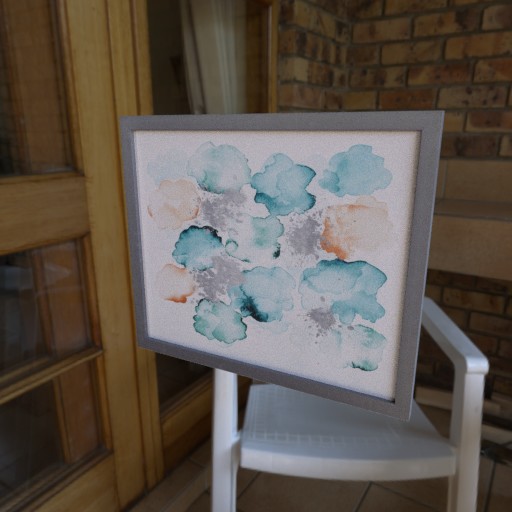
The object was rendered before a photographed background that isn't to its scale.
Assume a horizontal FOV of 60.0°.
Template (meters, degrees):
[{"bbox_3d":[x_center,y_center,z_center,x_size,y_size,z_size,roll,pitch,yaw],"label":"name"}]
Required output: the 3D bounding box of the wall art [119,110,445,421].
[{"bbox_3d":[0.000,0.000,0.914,0.660,0.558,0.026,8,18,26],"label":"wall art"}]
